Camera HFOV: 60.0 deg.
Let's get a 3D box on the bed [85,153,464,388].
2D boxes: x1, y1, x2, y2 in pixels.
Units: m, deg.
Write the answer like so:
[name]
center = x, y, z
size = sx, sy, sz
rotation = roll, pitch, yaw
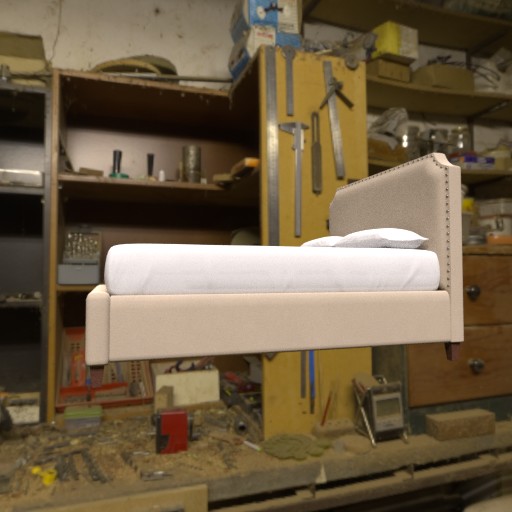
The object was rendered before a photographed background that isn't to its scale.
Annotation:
[bed]
center = 0.000, 0.000, 3.372
size = 2.329, 1.415, 1.703
rotation = 1, -2, -18
